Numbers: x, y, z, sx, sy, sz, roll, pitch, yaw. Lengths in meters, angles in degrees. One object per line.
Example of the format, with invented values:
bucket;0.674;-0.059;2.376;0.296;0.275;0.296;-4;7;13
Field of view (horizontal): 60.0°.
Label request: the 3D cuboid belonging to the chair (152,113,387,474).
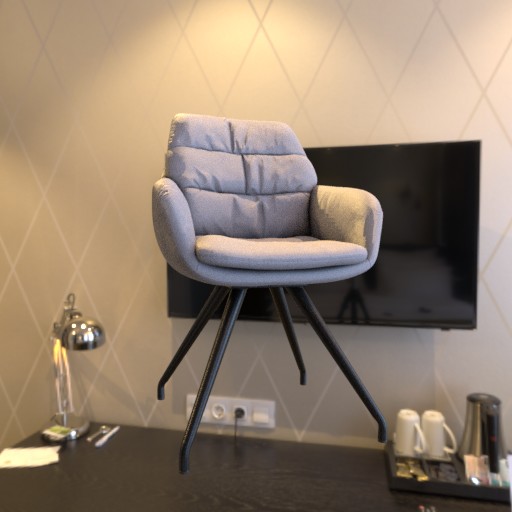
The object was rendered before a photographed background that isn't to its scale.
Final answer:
chair;0.000;0.000;1.231;0.579;0.888;0.569;0;1;-18
